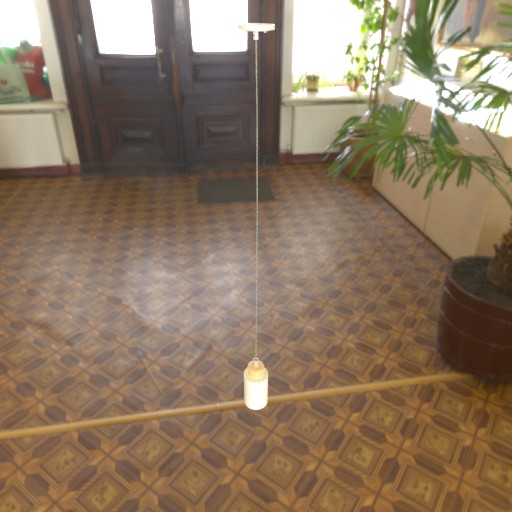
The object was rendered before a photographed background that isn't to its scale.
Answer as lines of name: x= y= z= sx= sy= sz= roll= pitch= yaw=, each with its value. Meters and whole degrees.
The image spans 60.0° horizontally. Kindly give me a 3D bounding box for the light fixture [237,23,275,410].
light fixture: x=0.000 y=0.000 z=1.937 sx=0.125 sy=1.798 sz=0.125 roll=19 pitch=35 yaw=30
